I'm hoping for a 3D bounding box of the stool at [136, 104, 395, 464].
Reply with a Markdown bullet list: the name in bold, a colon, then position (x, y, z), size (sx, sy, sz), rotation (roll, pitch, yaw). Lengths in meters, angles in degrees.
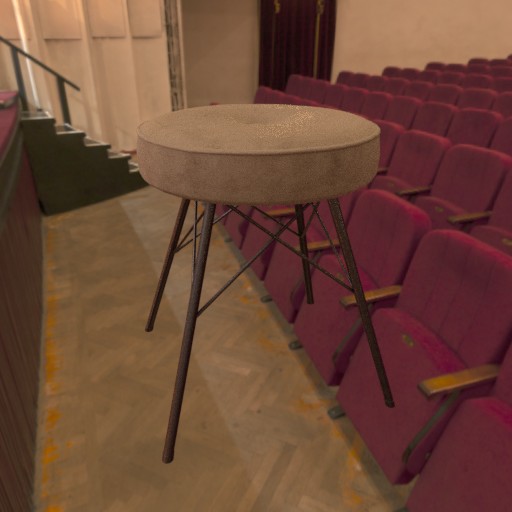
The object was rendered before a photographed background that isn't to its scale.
- **stool**: position (0.000, 0.000, 0.874), size (0.457, 0.538, 0.423), rotation (-8, 27, -15)
